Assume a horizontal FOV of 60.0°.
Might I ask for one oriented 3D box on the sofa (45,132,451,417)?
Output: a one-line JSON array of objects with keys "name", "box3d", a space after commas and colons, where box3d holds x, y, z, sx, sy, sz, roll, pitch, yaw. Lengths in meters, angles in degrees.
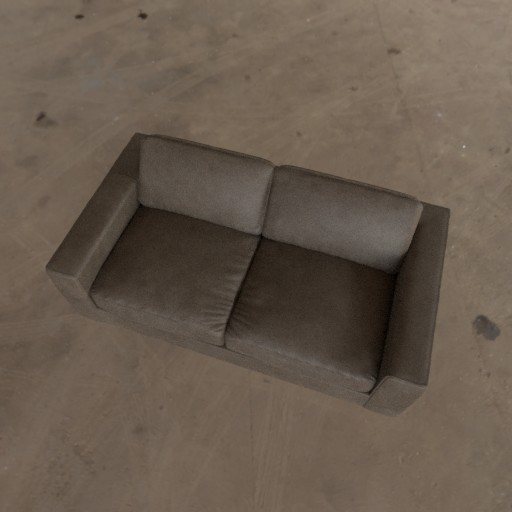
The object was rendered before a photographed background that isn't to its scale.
[{"name": "sofa", "box3d": [0.000, 0.000, 2.453, 1.920, 0.800, 1.070, 16, 59, 10]}]
